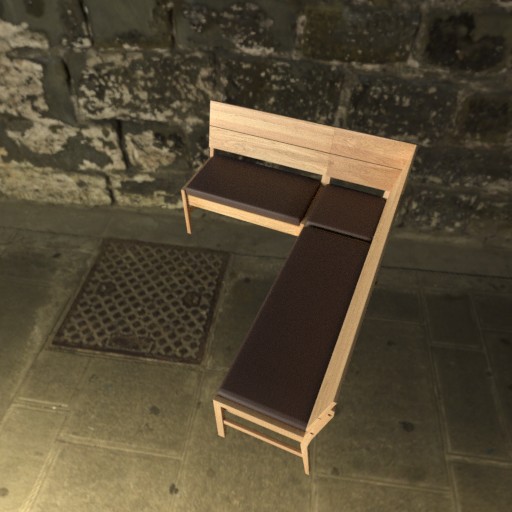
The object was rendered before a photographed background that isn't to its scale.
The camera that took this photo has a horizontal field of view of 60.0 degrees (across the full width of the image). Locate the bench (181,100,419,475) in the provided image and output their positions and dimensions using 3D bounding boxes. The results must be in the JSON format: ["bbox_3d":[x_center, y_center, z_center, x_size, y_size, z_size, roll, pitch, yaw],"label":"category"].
[{"bbox_3d":[0.000,0.000,2.844,1.549,0.890,1.975,17,49,15],"label":"bench"}]
